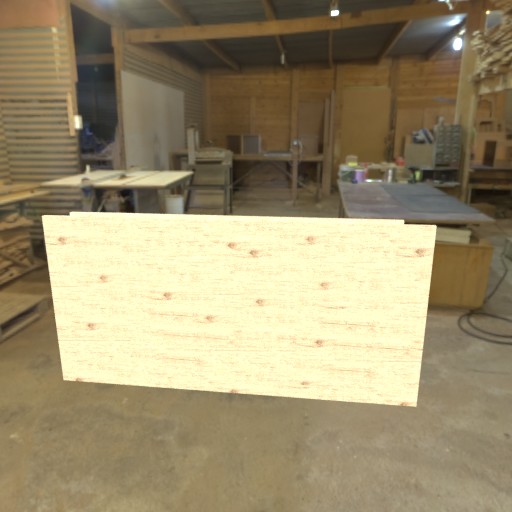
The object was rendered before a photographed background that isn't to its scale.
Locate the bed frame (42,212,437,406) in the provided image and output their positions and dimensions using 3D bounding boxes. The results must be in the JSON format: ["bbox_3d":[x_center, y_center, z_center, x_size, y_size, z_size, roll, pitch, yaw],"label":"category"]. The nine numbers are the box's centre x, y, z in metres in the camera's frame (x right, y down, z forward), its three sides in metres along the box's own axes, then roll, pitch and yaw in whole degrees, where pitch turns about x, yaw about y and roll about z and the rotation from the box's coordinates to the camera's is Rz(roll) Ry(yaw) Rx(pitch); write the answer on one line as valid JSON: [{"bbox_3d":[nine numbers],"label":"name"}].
[{"bbox_3d":[0.000,0.000,3.279,1.950,0.970,2.080,2,16,7],"label":"bed frame"}]
